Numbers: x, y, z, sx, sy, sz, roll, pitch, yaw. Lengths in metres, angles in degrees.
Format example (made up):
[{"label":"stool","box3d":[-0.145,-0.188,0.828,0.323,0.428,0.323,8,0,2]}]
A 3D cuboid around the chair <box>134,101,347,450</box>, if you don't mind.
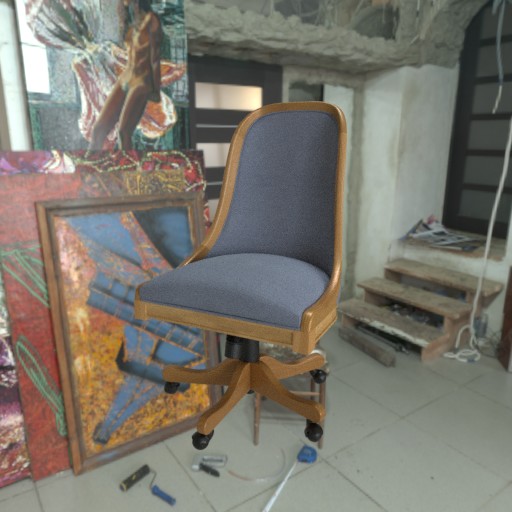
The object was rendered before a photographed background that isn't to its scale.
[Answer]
[{"label":"chair","box3d":[0.000,0.000,1.480,0.605,1.031,0.735,7,16,25]}]
